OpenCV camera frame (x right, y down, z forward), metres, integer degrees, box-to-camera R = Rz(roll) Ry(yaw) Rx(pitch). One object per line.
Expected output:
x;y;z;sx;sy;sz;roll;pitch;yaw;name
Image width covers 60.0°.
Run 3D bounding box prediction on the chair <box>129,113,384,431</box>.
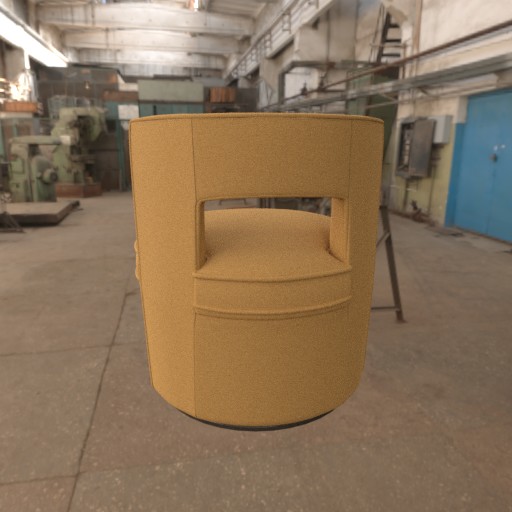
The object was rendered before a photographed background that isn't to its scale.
0.000;0.000;1.227;0.650;0.723;0.665;-2;15;-8;chair
